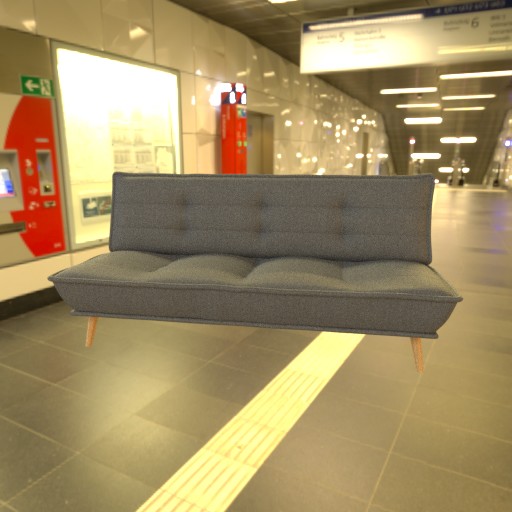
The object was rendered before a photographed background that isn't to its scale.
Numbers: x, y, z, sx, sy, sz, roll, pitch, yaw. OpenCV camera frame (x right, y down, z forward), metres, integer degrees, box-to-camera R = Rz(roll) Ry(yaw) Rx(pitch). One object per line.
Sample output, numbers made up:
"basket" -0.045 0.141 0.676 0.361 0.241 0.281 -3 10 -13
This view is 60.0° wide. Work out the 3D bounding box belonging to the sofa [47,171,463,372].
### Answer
"sofa" 0.000 0.000 2.454 1.940 0.890 0.950 2 13 9
